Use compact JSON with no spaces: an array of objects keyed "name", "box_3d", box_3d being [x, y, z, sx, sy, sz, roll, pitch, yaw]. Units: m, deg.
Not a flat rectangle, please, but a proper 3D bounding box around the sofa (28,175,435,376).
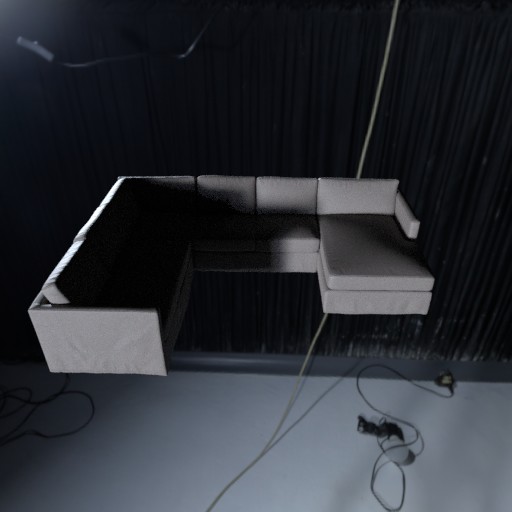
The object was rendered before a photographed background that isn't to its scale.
[{"name":"sofa","box_3d":[0.000,0.000,4.509,3.460,0.882,2.427,1,33,1]}]
